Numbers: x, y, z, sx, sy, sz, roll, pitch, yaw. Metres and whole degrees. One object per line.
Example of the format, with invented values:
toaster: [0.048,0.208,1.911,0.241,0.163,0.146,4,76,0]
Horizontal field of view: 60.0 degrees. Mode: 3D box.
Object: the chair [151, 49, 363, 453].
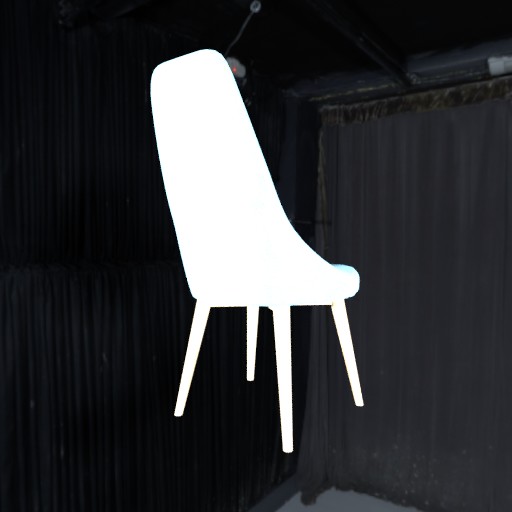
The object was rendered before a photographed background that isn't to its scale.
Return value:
chair: [0.000,0.000,1.408,0.510,1.040,0.660,2,3,36]
